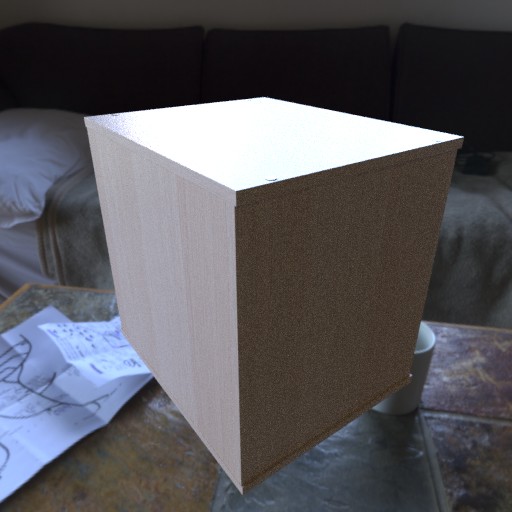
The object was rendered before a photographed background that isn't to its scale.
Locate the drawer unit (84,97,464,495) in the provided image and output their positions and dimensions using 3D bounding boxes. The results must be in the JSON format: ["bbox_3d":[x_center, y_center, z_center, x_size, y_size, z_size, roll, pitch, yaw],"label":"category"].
[{"bbox_3d":[0.000,0.000,0.597,0.290,0.344,0.349,-19,33,-31],"label":"drawer unit"}]
